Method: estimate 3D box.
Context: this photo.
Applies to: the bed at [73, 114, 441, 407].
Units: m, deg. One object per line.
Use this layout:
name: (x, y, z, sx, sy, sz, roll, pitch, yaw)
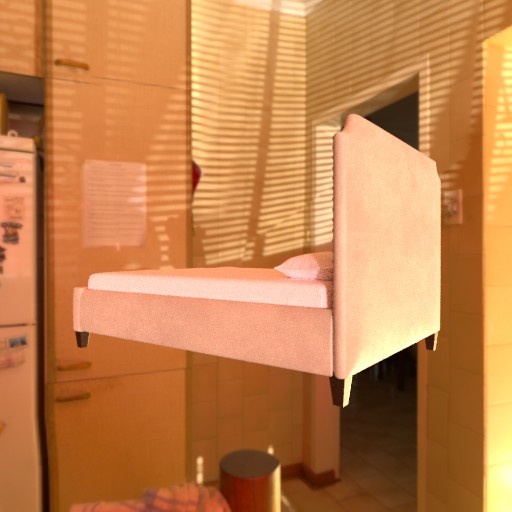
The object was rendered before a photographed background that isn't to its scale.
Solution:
bed: (0.000, 0.000, 3.457, 2.372, 1.443, 1.712, 0, 0, 37)
